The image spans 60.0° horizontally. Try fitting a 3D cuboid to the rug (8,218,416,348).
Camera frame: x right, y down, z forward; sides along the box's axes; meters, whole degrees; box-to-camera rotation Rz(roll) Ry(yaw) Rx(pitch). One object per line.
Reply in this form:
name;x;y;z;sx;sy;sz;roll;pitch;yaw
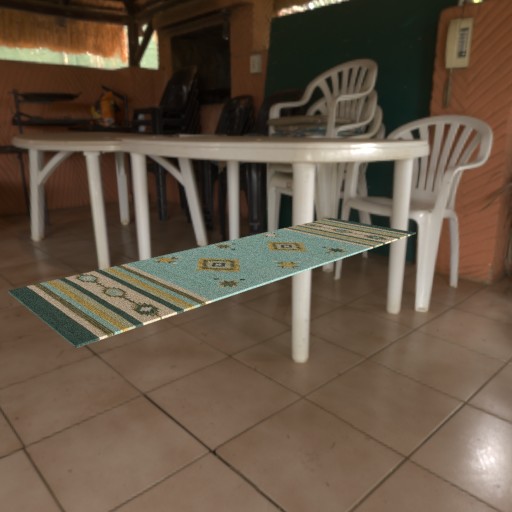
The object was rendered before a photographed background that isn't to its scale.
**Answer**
rug;0.000;0.000;2.588;2.441;0.010;0.744;-15;22;-42
